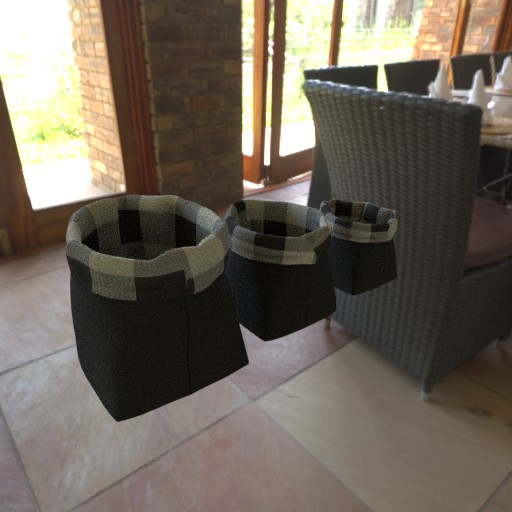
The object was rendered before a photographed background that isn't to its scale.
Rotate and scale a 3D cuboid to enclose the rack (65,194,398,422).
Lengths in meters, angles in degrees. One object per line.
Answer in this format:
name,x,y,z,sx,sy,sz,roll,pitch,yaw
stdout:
rack,0.000,0.000,1.099,0.889,0.329,0.370,-18,32,-31
